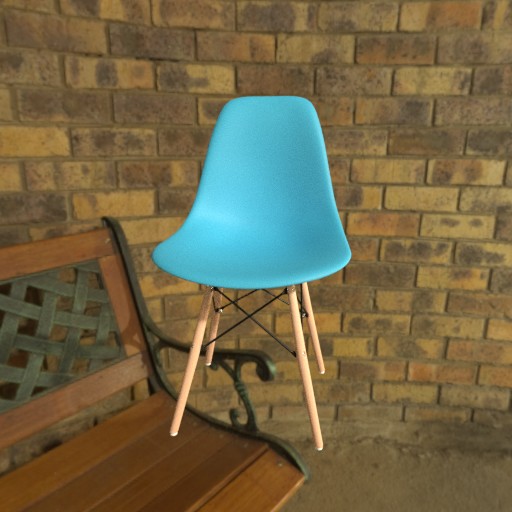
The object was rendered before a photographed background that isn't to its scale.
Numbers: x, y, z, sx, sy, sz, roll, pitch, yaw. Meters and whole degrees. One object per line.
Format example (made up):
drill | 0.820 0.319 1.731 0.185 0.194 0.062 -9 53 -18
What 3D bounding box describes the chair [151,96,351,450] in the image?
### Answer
chair | 0.000 0.000 1.147 0.470 0.826 0.531 2 15 8
